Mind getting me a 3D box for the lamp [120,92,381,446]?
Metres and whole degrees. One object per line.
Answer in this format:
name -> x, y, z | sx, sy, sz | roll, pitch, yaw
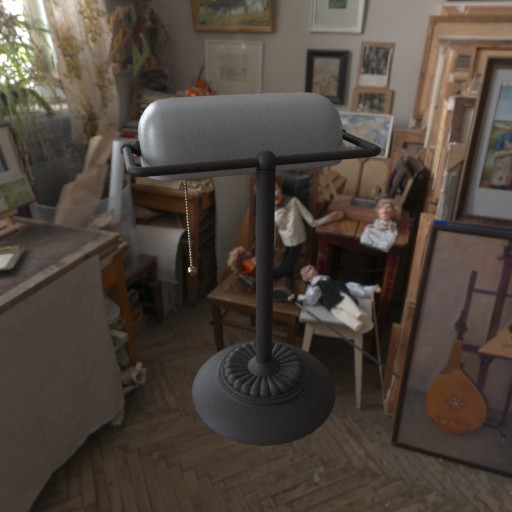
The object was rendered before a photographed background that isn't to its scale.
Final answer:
lamp -> 0.000, 0.000, 0.509 | 0.264, 0.339, 0.243 | -8, 28, -16
